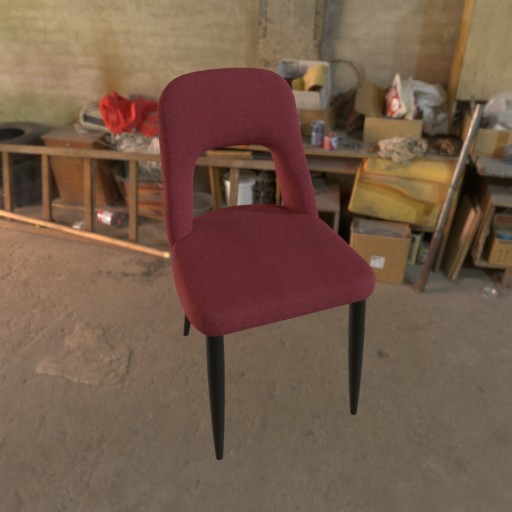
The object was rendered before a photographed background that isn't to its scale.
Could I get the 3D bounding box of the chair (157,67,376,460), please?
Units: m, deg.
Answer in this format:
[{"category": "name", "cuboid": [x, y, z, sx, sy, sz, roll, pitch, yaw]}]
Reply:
[{"category": "chair", "cuboid": [0.000, 0.000, 1.237, 0.483, 0.892, 0.569, -11, 35, -17]}]
